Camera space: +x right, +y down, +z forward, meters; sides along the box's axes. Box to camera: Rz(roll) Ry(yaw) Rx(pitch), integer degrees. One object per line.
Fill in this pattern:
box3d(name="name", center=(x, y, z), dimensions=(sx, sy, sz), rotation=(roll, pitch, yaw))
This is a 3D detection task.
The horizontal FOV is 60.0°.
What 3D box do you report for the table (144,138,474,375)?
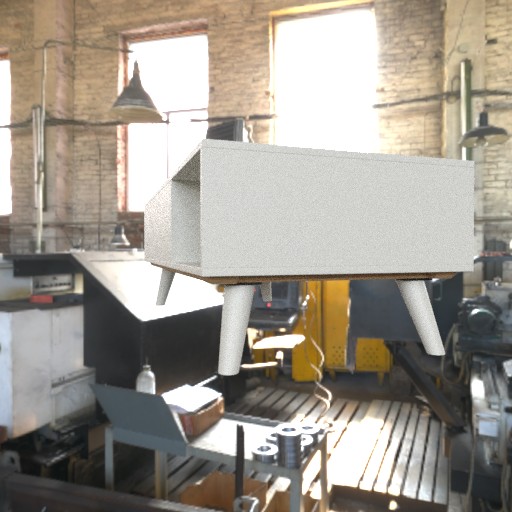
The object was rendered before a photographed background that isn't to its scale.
box3d(name="table", center=(0.000, 0.000, 1.446), dimensions=(0.609, 0.432, 1.194), rotation=(0, 1, -19))
